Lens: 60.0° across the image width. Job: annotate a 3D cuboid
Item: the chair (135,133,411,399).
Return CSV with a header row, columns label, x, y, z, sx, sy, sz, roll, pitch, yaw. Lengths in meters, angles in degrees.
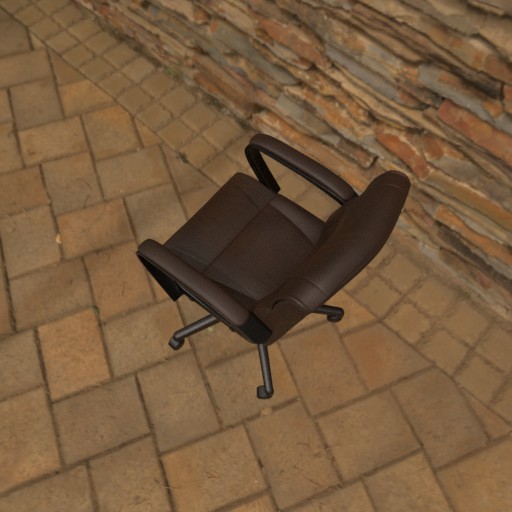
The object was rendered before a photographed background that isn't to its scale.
label,x,y,z,sx,sy,sz,roll,pitch,yaw
chair,0.000,0.000,1.511,0.717,1.004,0.739,36,68,17
